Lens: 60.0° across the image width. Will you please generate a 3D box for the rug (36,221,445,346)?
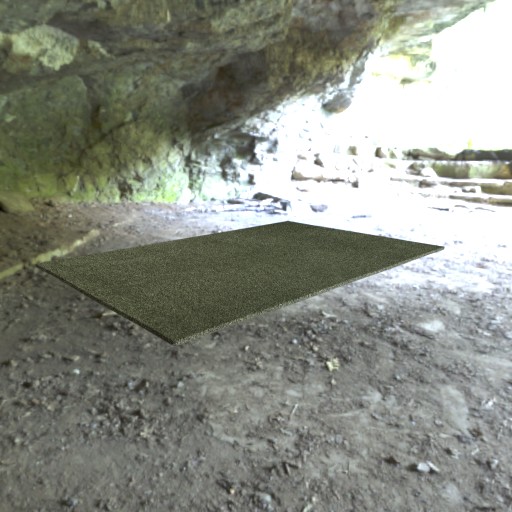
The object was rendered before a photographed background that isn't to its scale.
[{"bbox_3d":[0.000,0.000,3.475,2.699,0.026,1.802,-13,19,-42],"label":"rug"}]
